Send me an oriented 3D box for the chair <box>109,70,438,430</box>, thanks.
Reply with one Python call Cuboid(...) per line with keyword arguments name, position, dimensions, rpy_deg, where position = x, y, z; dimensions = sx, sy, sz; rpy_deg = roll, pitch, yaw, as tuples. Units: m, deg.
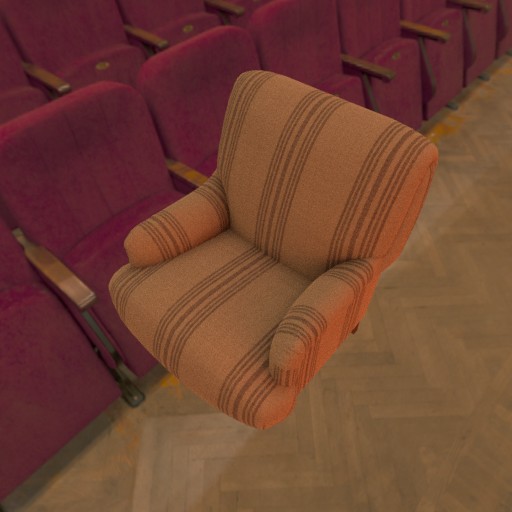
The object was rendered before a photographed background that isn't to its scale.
Cuboid(name="chair", position=(0.000, 0.000, 1.579), dimensions=(0.813, 0.940, 0.914), rpy_deg=(33, 56, 26))
